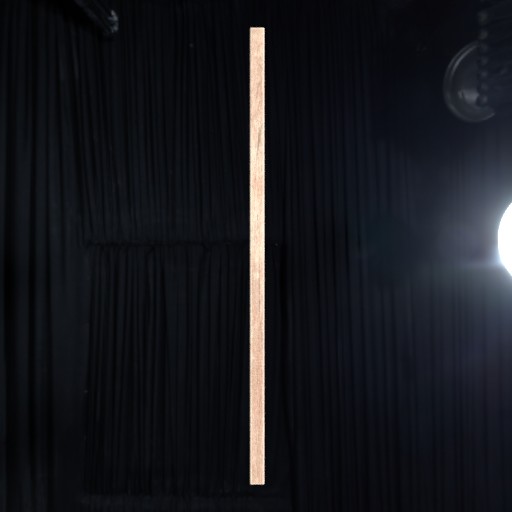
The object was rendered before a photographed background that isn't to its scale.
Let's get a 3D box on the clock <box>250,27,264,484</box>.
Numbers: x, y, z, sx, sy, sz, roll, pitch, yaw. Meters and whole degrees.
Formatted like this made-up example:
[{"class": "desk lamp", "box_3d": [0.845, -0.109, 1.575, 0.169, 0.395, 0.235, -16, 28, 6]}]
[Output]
[{"class": "clock", "box_3d": [0.000, 0.000, 1.116, 0.030, 0.965, 0.361, 0, 0, -1]}]
